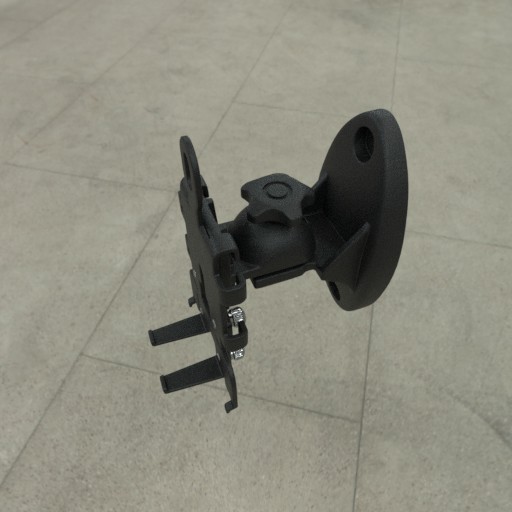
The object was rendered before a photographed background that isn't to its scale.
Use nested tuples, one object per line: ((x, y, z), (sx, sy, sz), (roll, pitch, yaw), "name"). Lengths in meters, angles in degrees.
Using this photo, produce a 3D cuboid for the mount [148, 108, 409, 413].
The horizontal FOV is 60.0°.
((0.000, 0.000, 0.181), (0.100, 0.118, 0.066), (-16, 48, -14), "mount")
